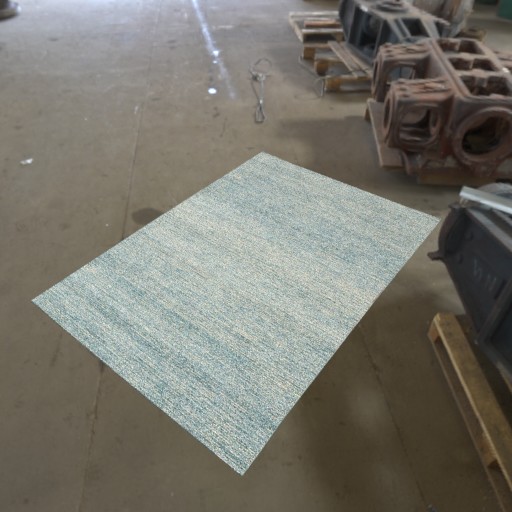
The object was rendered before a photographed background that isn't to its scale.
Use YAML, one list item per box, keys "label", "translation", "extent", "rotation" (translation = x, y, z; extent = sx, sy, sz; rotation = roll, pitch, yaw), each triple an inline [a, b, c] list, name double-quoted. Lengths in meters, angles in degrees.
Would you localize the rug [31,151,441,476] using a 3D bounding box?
- label: "rug"
  translation: [0.000, 0.000, 2.892]
  extent: [1.611, 0.026, 2.260]
  rotation: [28, 49, 27]
